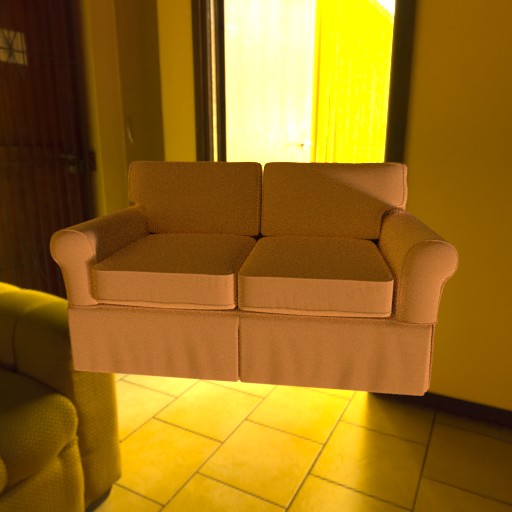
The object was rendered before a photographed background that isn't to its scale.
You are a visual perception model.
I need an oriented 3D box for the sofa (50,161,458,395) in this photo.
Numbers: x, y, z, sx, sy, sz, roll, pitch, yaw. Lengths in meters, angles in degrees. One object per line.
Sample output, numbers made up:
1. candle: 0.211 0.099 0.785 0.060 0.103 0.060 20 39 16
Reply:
1. sofa: 0.000 0.000 2.311 1.727 0.940 0.991 2 14 8
